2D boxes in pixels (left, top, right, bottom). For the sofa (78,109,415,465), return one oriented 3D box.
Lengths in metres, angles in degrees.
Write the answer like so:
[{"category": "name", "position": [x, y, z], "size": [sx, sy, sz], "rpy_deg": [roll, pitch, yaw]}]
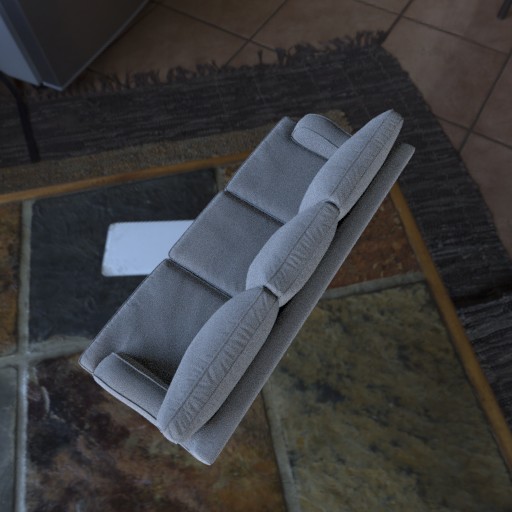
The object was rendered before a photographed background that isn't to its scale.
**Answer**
[{"category": "sofa", "position": [0.000, 0.000, 2.859], "size": [1.016, 0.997, 2.323], "rpy_deg": [31, 68, 14]}]
